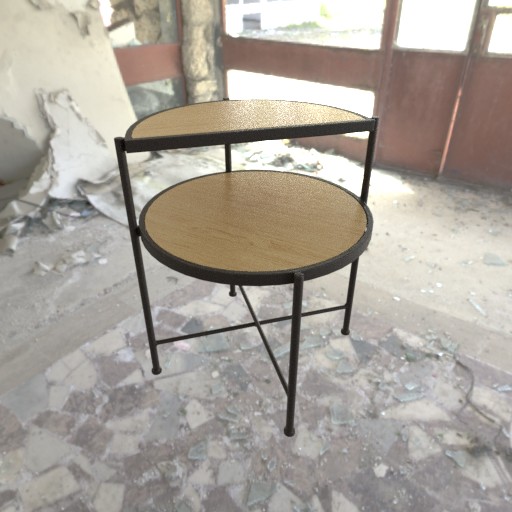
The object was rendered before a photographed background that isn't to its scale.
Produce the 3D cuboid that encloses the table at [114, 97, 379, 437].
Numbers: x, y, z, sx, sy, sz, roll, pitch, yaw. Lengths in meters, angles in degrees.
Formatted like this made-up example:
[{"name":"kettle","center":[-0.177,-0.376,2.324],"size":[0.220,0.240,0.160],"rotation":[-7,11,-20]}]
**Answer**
[{"name":"table","center":[0.000,0.000,1.178],"size":[0.629,0.684,0.628],"rotation":[-9,33,-14]}]
